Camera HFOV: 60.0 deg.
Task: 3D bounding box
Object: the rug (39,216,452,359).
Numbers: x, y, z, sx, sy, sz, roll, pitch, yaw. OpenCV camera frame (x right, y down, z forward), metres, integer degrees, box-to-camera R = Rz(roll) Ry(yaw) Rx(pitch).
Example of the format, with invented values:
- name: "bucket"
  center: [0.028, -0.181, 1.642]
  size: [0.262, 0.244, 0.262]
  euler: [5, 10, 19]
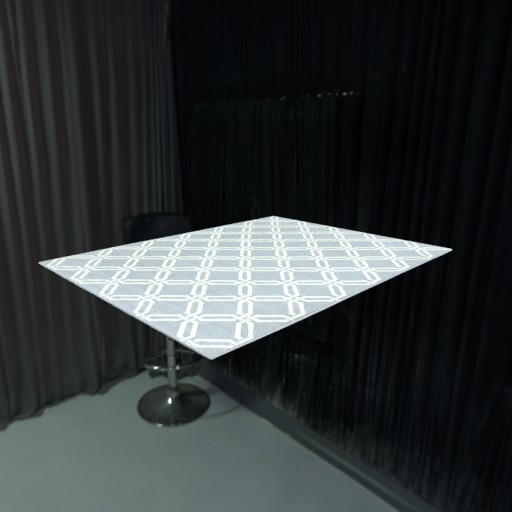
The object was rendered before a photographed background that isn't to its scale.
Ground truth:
- name: "rug"
  center: [0.000, 0.000, 3.932]
  size: [2.895, 0.018, 2.288]
  euler: [-15, 22, -43]
